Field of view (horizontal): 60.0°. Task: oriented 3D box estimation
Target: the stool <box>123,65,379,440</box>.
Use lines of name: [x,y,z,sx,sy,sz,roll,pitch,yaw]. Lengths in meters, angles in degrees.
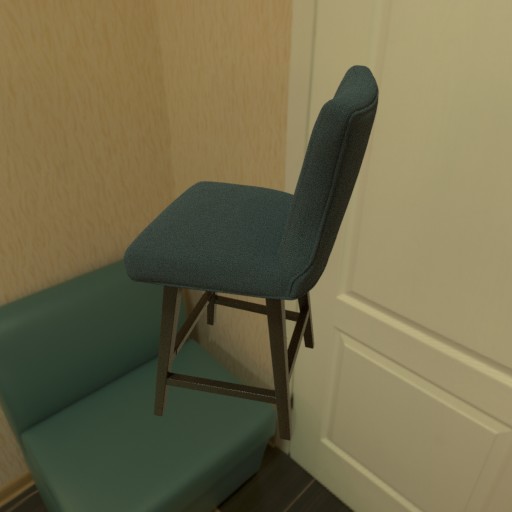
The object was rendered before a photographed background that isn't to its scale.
stool: [0.000,0.000,1.306,0.574,1.000,0.514,8,32,14]
